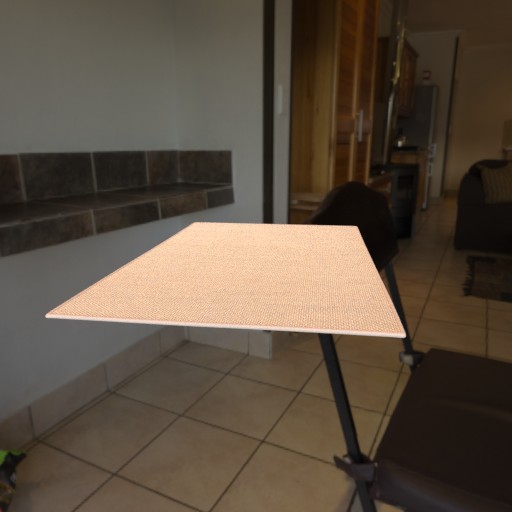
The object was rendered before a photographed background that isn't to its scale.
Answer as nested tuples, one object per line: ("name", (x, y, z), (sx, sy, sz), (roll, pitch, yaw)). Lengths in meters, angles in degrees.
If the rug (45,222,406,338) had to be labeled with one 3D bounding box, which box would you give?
("rug", (0.000, 0.000, 2.077), (1.067, 0.013, 1.676), (2, 14, 8))
